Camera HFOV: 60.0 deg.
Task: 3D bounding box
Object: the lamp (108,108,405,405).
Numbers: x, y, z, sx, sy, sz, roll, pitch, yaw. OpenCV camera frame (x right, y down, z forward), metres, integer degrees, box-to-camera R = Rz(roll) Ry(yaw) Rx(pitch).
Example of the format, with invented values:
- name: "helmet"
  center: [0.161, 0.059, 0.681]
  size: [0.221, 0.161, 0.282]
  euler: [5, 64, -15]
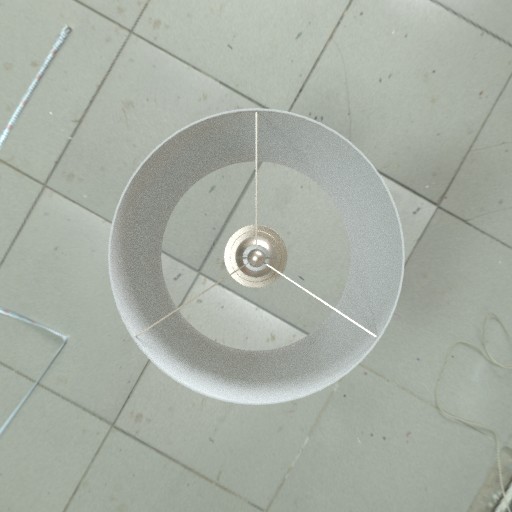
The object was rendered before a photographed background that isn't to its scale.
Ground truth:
- name: "lamp"
  center: [0.000, 0.000, 0.679]
  size: [0.277, 0.538, 0.277]
  euler: [0, 90, 0]
